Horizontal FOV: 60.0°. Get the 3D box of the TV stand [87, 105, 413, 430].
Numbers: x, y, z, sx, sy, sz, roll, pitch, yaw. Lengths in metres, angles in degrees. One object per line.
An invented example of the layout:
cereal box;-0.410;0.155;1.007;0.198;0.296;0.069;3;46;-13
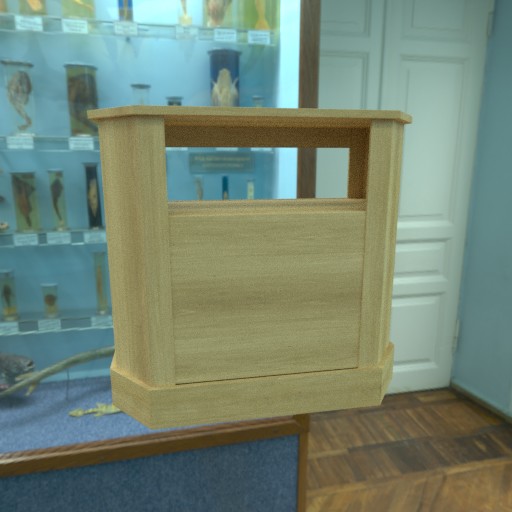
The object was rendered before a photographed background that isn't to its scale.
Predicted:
TV stand;0.000;0.000;1.292;0.851;0.781;0.425;-2;13;-10
